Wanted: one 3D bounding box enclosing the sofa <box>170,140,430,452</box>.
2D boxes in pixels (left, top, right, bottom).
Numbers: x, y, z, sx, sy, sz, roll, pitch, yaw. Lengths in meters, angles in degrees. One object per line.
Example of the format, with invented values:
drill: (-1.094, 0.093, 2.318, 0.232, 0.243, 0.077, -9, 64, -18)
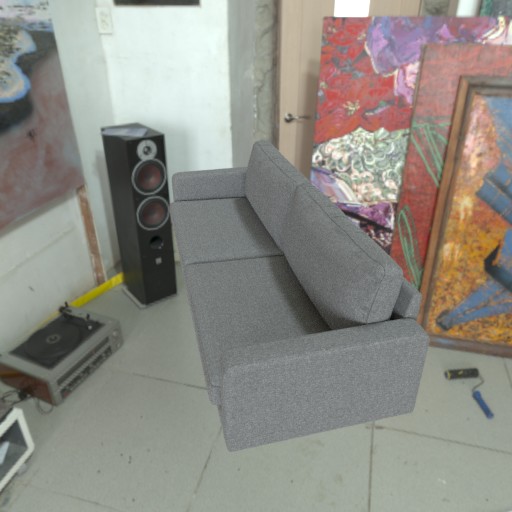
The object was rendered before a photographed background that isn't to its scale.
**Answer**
sofa: (0.000, 0.000, 2.659, 0.880, 0.880, 2.200, -7, 30, -12)
